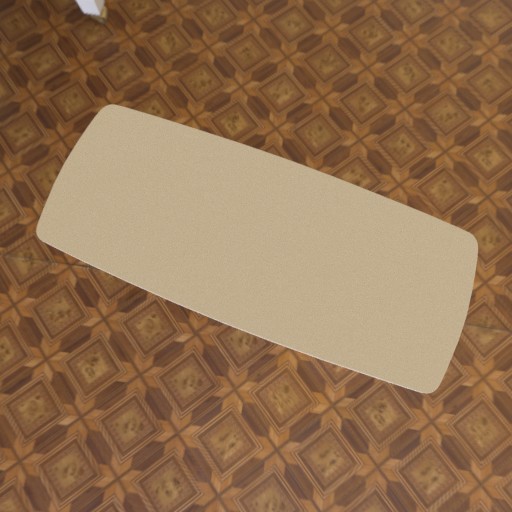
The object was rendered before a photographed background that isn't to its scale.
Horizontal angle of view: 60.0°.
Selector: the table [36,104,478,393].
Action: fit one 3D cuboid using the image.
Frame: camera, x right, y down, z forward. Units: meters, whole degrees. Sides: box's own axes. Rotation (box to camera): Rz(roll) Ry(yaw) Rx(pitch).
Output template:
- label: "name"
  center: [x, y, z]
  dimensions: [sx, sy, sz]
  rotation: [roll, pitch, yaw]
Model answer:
- label: "table"
  center: [0.000, 0.000, 1.597]
  dimensions: [1.334, 0.474, 0.561]
  rotation: [21, 76, 5]
